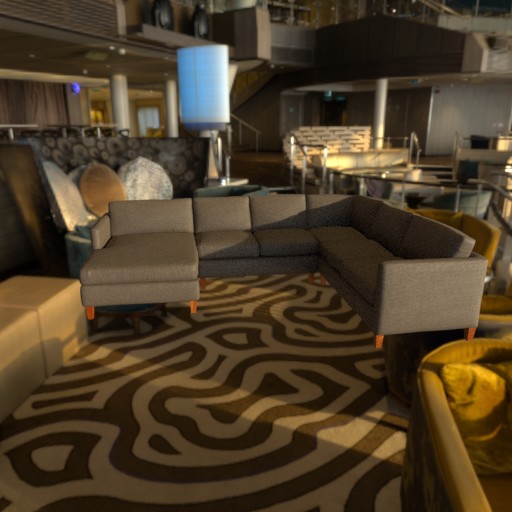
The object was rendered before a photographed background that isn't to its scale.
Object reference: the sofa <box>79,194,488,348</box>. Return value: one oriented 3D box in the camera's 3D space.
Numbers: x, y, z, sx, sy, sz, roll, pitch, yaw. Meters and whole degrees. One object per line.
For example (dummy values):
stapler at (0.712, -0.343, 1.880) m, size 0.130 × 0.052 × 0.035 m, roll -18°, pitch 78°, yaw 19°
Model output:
sofa at (0.000, 0.000, 4.605) m, size 3.460 × 0.961 × 2.594 m, roll -2°, pitch 16°, yaw -8°
